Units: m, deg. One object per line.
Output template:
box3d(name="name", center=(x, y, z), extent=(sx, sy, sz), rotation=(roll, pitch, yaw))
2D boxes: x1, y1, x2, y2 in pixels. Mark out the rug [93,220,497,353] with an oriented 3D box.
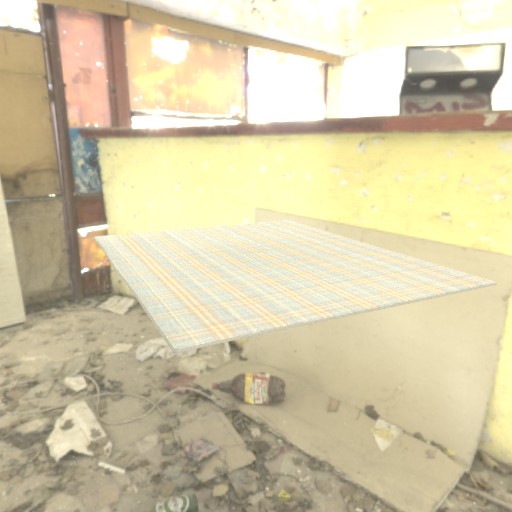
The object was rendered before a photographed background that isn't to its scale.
box3d(name="rug", center=(0.000, 0.000, 4.056), extent=(2.462, 0.030, 3.066), rotation=(-7, 16, -26))
